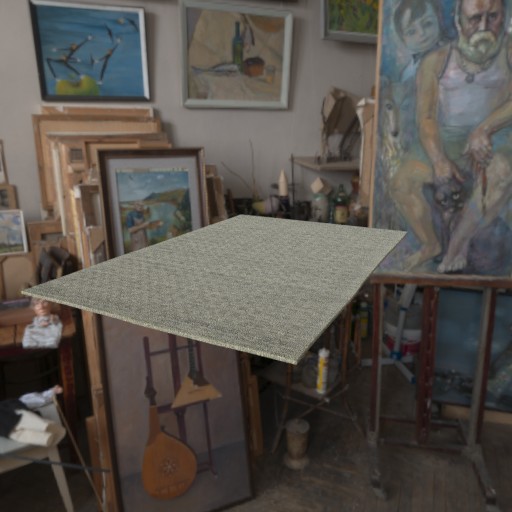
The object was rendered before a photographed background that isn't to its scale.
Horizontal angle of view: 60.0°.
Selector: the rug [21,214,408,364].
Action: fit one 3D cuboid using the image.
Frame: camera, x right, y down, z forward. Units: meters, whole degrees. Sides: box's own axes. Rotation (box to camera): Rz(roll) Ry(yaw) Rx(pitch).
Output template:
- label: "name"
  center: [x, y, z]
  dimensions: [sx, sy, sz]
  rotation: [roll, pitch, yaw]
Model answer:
- label: "rug"
  center: [0.000, 0.000, 2.902]
  dimensions: [1.532, 0.018, 2.297]
  rotation: [8, 18, 26]
